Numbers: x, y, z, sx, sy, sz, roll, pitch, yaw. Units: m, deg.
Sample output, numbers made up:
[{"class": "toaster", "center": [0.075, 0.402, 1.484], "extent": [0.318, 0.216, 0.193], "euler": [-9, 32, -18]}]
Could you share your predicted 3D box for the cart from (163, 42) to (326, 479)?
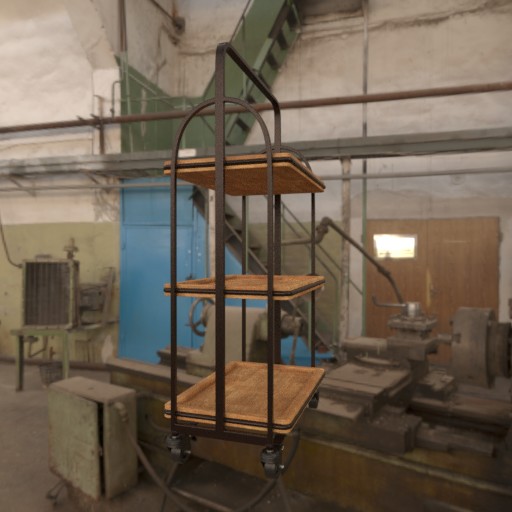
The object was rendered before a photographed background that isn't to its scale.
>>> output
[{"class": "cart", "center": [0.000, 0.000, 1.249], "extent": [0.327, 1.001, 0.553], "euler": [0, 1, 18]}]
